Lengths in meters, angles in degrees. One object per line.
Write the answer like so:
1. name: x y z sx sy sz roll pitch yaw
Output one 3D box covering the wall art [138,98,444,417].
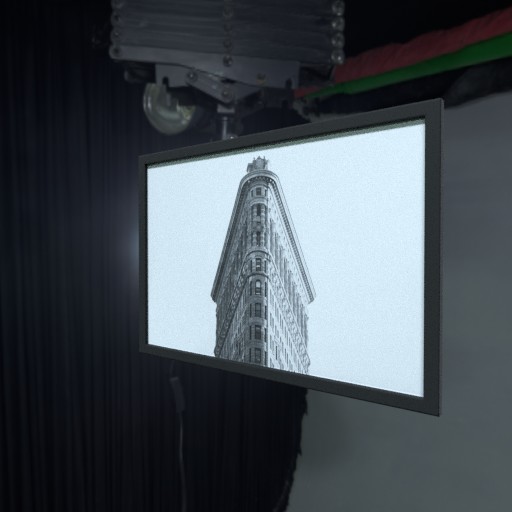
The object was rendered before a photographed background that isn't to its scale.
1. wall art: 0.000 0.000 1.212 0.964 0.659 0.049 1 1 38
